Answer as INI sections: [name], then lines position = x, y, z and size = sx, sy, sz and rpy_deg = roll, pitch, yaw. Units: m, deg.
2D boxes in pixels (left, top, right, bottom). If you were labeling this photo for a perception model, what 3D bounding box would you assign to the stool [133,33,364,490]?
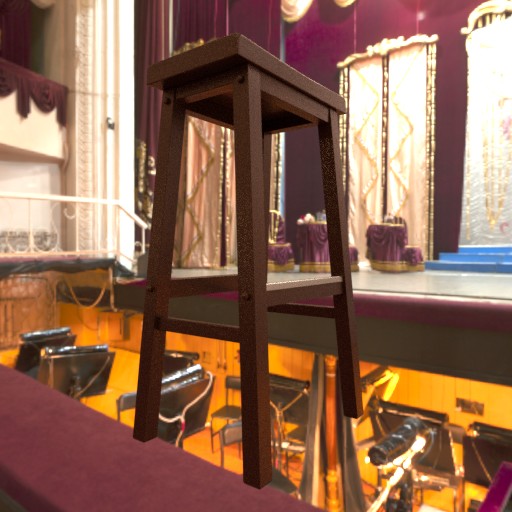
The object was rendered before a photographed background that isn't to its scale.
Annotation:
[stool]
position = 0.000, 0.000, 0.960
size = 0.322, 0.742, 0.406
rpy_deg = 1, 1, 37
